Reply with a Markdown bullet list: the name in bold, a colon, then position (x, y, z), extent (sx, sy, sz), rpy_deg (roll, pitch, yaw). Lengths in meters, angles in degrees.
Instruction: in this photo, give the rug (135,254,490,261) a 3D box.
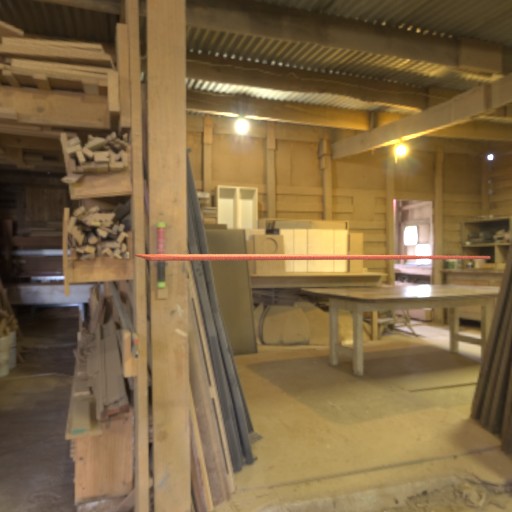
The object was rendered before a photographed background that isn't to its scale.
- **rug**: position (0.000, 0.000, 2.985), extent (1.524, 0.014, 2.438), rpy_deg (0, 0, -16)
